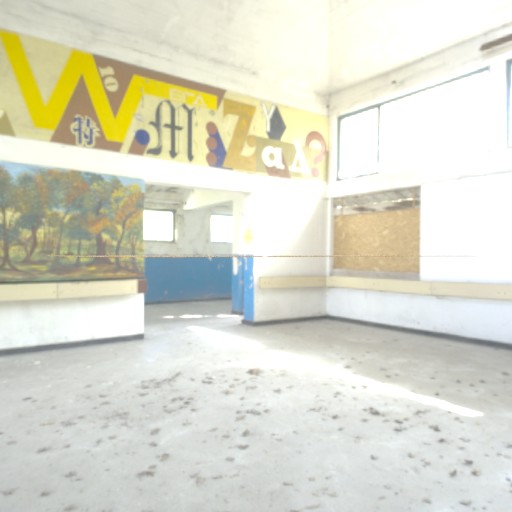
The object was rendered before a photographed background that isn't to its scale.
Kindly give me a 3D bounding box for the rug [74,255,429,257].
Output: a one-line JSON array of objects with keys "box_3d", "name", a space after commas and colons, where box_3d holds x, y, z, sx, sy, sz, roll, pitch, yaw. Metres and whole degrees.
[{"box_3d": [0.000, 0.000, 4.043, 3.067, 0.005, 2.460, 0, 0, -35], "name": "rug"}]
